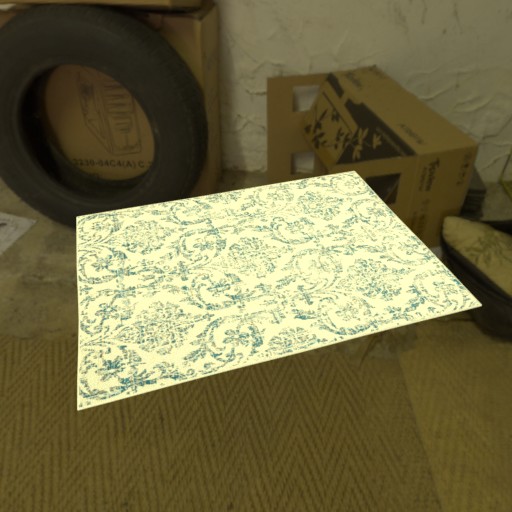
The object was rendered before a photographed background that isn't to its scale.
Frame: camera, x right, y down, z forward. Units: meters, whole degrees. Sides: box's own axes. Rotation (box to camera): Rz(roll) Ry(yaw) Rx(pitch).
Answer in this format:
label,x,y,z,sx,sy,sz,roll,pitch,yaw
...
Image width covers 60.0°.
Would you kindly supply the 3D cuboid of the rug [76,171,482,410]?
label,x,y,z,sx,sy,sz,roll,pitch,yaw
rug,0.000,0.000,2.843,2.197,0.014,1.586,-11,42,-13
